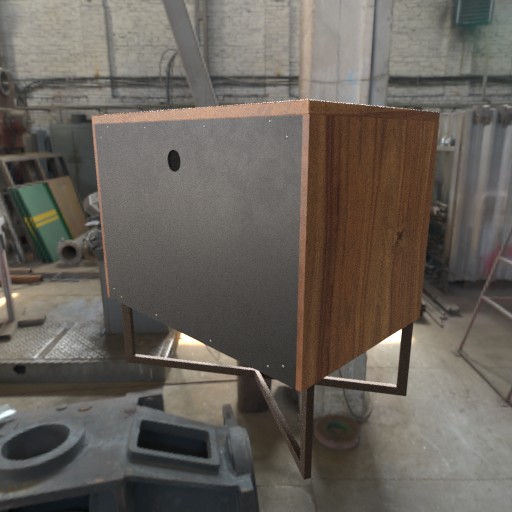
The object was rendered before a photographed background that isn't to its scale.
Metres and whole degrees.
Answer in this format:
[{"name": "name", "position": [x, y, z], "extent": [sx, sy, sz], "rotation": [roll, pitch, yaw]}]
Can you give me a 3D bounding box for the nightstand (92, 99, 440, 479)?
[{"name": "nightstand", "position": [0.000, 0.000, 1.008], "extent": [0.613, 0.615, 0.427], "rotation": [14, 20, 43]}]
